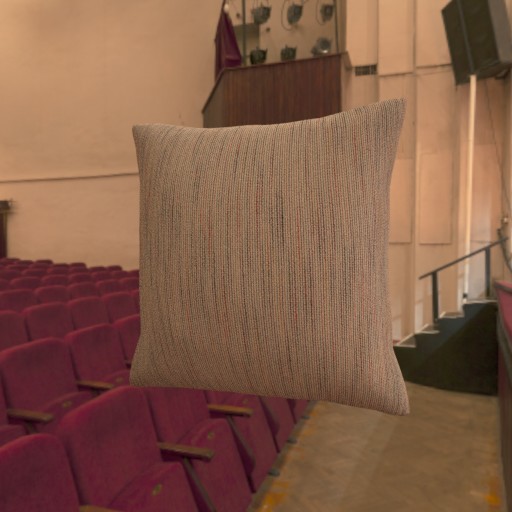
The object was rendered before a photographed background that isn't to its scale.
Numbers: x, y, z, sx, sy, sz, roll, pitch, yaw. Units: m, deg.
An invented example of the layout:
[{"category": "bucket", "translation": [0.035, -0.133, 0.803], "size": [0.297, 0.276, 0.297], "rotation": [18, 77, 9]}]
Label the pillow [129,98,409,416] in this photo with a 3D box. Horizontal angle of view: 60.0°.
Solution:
[{"category": "pillow", "translation": [0.000, 0.000, 0.780], "size": [0.512, 0.506, 0.178], "rotation": [0, 1, 18]}]
